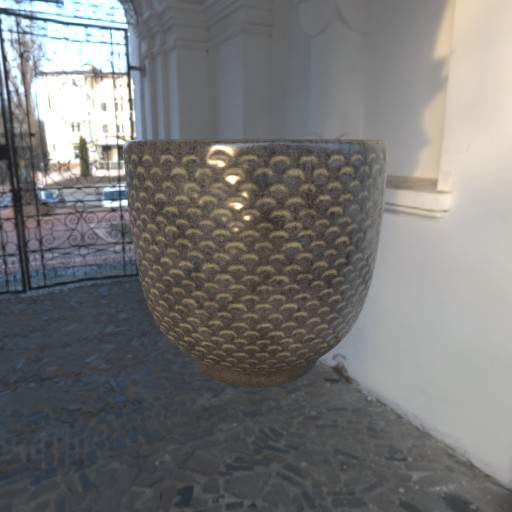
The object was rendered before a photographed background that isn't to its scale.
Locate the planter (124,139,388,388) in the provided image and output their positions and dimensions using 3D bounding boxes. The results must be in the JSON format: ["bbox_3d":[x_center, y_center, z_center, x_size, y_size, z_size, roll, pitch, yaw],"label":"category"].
[{"bbox_3d":[0.000,0.000,0.317,0.172,0.160,0.172,0,14,0],"label":"planter"}]
